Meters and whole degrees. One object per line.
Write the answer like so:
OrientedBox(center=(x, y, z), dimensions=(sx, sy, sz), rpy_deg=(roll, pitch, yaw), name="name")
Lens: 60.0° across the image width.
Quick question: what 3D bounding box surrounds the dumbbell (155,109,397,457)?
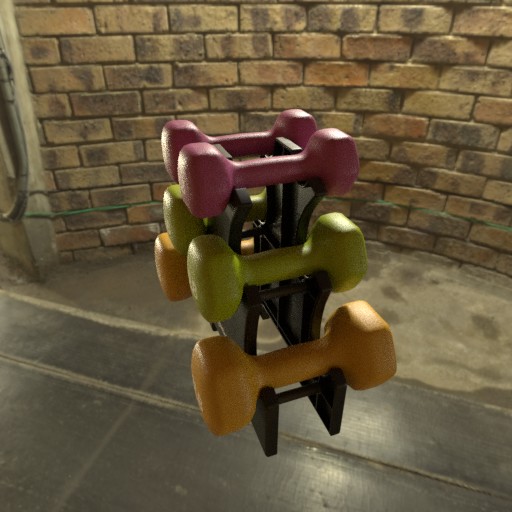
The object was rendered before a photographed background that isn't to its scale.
OrientedBox(center=(0.000, 0.000, 0.474), dimensions=(0.190, 0.271, 0.300), rpy_deg=(-11, 33, -17), name="dumbbell")
